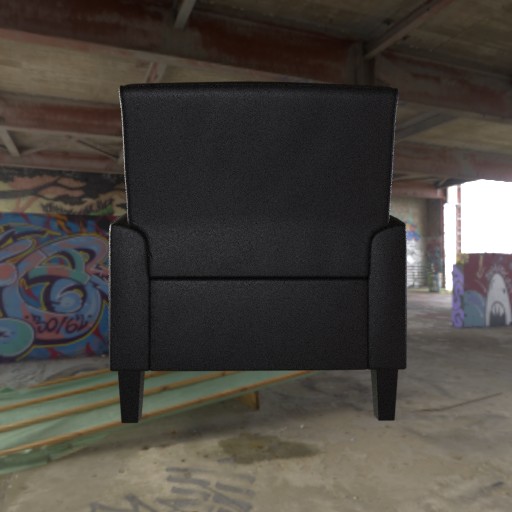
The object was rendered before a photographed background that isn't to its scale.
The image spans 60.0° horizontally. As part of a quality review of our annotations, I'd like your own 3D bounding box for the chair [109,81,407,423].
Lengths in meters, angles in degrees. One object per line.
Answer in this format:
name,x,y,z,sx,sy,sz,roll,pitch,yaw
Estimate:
chair,0.000,0.000,1.552,0.820,0.916,0.819,0,-1,-1
